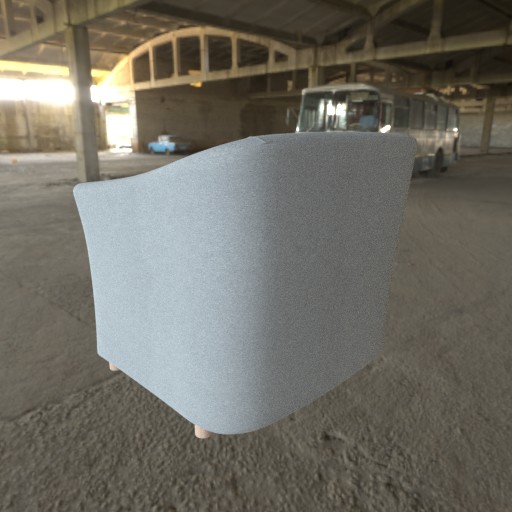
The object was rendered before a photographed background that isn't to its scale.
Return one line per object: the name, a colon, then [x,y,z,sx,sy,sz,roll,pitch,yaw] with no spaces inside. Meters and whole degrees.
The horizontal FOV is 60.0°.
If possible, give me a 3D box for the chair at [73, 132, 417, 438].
chair: [0.000,0.000,1.336,0.790,0.720,0.700,-15,21,-42]
